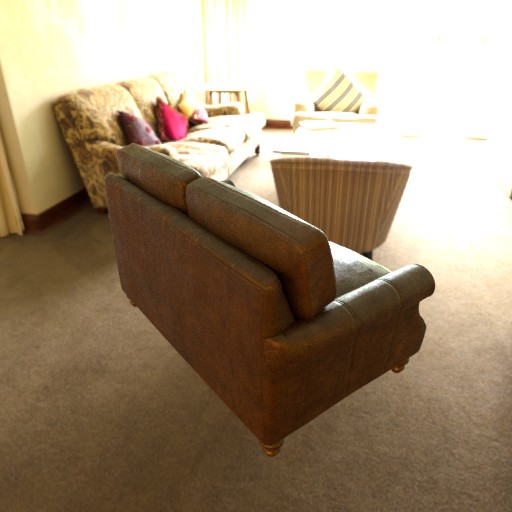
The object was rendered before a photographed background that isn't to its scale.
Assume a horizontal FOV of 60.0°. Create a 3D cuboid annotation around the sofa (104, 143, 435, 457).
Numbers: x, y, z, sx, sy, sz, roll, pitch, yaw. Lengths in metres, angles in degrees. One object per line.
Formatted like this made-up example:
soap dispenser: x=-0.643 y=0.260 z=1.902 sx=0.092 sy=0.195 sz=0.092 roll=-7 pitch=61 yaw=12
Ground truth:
sofa: x=0.000 y=0.000 z=2.268 sx=0.990 sy=0.976 sz=1.616 roll=-19 pitch=33 yaw=-32
